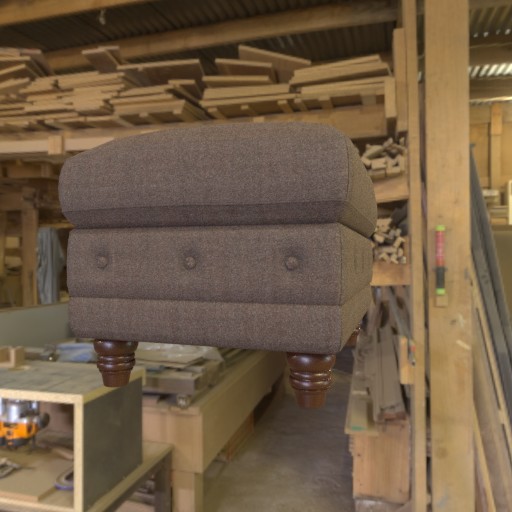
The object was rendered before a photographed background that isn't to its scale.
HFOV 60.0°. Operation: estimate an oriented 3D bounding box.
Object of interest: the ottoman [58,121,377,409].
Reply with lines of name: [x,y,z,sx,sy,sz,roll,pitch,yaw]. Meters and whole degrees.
ottoman: [0.000,0.000,1.183,0.599,0.555,0.809,0,0,18]
